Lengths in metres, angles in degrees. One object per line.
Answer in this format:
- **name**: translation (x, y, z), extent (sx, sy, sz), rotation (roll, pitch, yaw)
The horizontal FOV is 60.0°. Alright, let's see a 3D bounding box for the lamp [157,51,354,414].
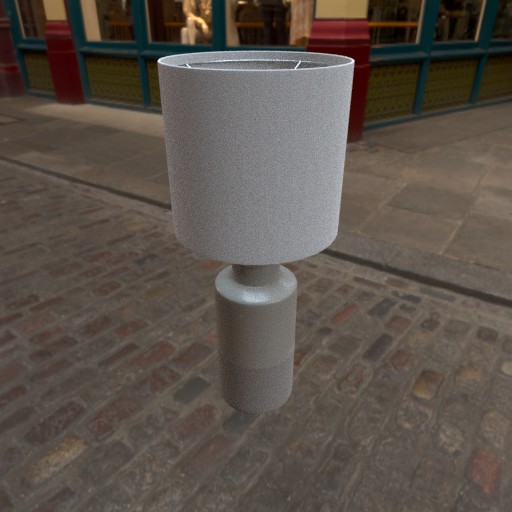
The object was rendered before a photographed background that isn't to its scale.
- **lamp**: translation (0.000, 0.000, 0.604), extent (0.212, 0.493, 0.212), rotation (18, 34, 29)
